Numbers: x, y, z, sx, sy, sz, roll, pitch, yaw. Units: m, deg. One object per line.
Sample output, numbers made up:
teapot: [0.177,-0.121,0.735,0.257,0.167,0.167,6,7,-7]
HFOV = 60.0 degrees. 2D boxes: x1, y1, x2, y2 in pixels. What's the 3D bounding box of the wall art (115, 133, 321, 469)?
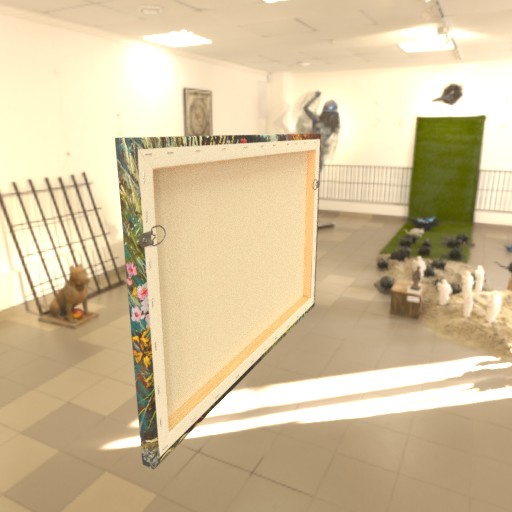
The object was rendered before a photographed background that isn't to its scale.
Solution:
wall art: [0.000,0.000,1.440,0.042,0.760,1.136,8,18,26]
